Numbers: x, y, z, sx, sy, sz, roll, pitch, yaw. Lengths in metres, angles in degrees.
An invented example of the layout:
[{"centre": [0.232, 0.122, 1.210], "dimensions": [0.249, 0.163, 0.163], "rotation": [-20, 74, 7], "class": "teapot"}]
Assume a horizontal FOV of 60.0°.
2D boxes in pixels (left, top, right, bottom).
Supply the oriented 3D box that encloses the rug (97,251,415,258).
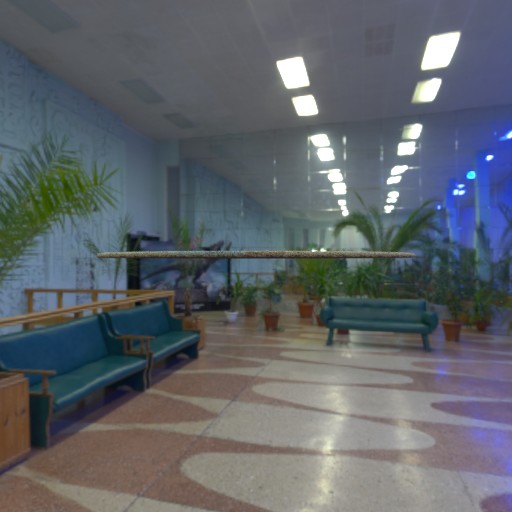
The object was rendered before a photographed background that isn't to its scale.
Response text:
[{"centre": [0.000, 0.000, 3.630], "dimensions": [2.461, 0.033, 2.461], "rotation": [0, -1, 0], "class": "rug"}]
